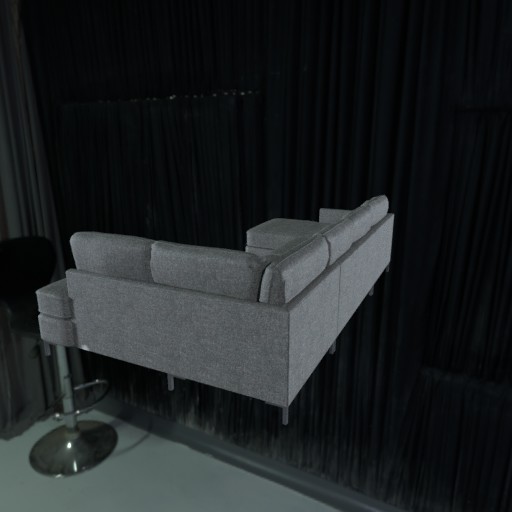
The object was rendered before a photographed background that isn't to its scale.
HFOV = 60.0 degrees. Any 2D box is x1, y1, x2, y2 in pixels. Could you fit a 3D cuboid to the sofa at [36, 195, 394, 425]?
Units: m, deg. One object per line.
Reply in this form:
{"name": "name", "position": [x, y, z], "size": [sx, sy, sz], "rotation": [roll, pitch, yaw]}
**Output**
{"name": "sofa", "position": [0.000, 0.000, 4.359], "size": [2.048, 0.999, 3.423], "rotation": [8, 17, 25]}
